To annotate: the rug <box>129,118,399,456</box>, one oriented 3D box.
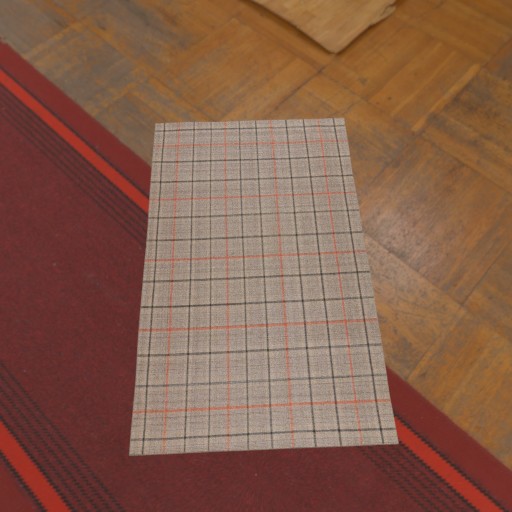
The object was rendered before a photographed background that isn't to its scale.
[{"bbox_3d":[0.000,0.000,3.038,1.524,0.015,2.439,-2,64,-1],"label":"rug"}]
